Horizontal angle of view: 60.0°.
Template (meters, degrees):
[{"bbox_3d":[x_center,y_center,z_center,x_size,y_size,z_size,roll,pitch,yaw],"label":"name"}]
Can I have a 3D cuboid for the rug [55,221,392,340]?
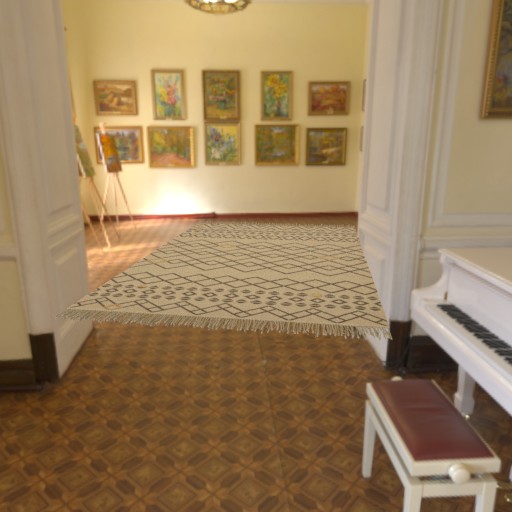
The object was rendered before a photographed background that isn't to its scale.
[{"bbox_3d":[0.000,0.000,3.073,1.495,0.035,2.472,2,15,8],"label":"rug"}]
